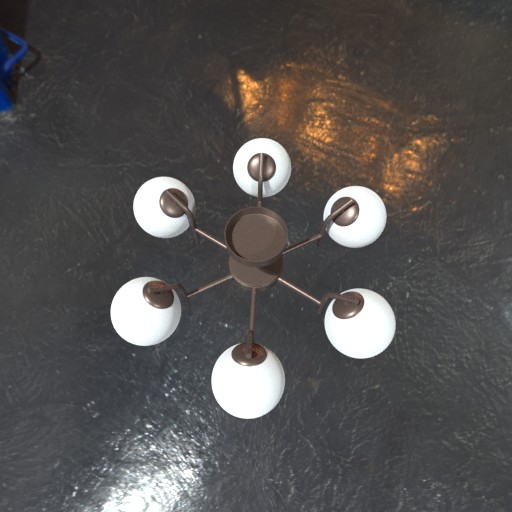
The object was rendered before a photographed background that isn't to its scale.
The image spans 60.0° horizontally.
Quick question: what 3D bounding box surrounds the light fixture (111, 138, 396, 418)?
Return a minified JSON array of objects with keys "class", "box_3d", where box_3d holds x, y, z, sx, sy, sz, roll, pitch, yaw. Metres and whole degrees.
[{"class":"light fixture","box_3d":[0.000,0.000,0.965,0.662,0.201,0.662,0,64,0]}]
